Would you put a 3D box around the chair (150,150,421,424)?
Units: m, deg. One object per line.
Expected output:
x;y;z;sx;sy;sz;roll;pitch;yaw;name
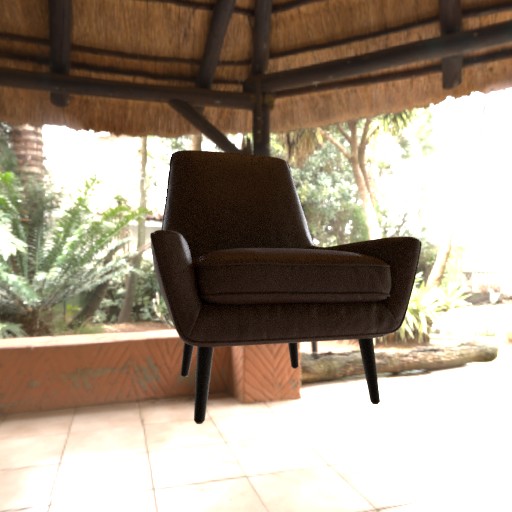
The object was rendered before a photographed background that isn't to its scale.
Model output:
0.000;0.000;1.556;0.787;0.888;0.824;1;-2;-18;chair
